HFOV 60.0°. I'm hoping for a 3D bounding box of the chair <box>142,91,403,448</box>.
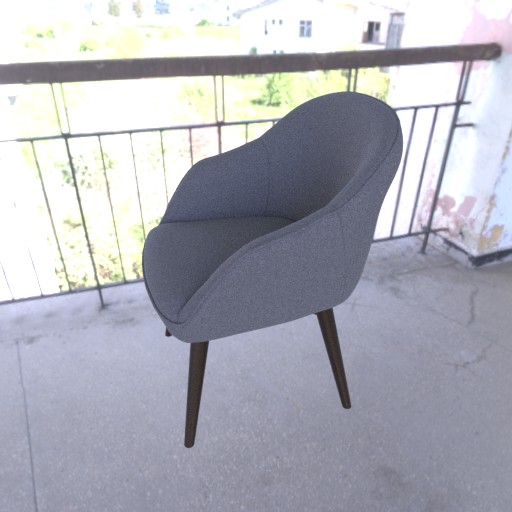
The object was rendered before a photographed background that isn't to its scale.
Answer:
[{"bbox_3d":[0.000,0.000,1.220,0.611,0.810,0.589,-8,31,-14],"label":"chair"}]
